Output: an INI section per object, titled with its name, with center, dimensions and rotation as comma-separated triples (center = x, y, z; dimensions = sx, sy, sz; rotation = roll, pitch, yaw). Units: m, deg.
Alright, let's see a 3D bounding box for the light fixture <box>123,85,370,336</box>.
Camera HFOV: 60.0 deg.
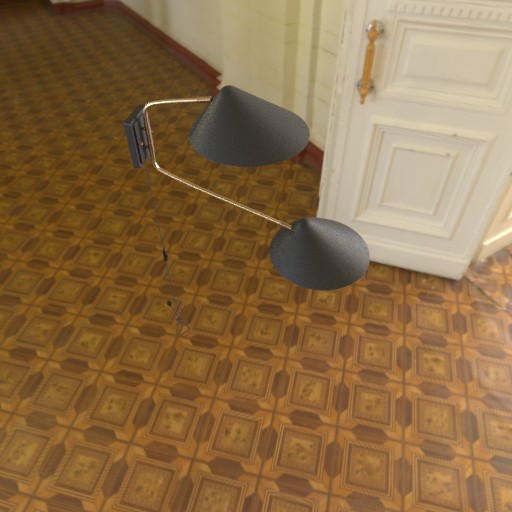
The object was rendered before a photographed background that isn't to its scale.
[light fixture]
center = 0.000, 0.000, 0.862
dimensions = 0.422, 0.665, 0.189
rotation = 9, 46, 9
